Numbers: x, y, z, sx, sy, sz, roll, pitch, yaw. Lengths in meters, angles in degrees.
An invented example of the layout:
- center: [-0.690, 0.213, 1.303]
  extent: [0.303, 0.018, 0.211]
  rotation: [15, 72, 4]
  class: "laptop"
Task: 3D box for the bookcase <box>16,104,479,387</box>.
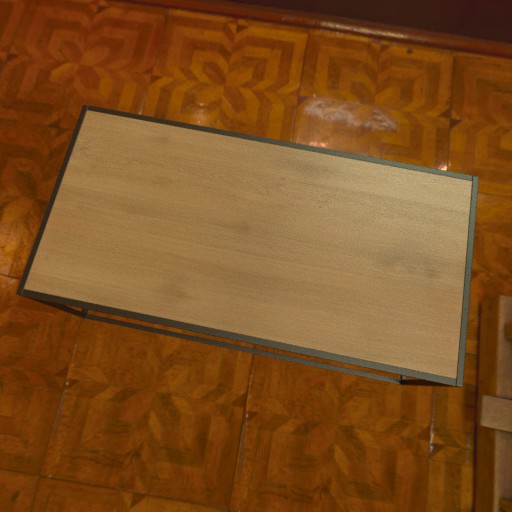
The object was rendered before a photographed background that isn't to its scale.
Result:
- center: [0.000, 0.000, 1.224]
  extent: [1.000, 0.400, 0.500]
  rotation: [11, 75, 3]
  class: "bookcase"
